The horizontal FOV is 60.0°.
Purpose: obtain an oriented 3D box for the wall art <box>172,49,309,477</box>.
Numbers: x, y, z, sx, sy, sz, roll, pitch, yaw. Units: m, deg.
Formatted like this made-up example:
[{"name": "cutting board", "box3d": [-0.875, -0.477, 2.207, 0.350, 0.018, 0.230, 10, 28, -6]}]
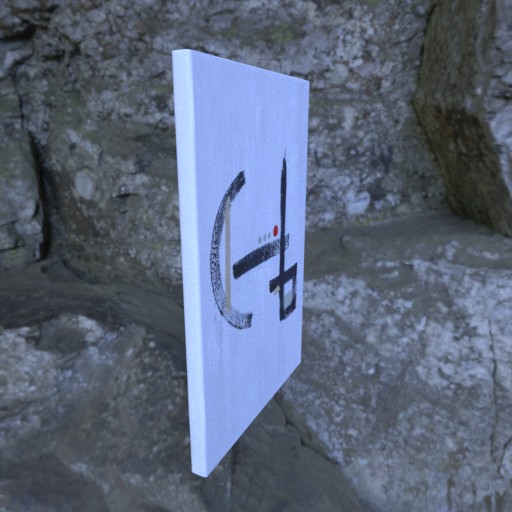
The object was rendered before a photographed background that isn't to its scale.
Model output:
[{"name": "wall art", "box3d": [0.000, 0.000, 1.171, 0.048, 0.916, 0.602, 8, 18, 26]}]
